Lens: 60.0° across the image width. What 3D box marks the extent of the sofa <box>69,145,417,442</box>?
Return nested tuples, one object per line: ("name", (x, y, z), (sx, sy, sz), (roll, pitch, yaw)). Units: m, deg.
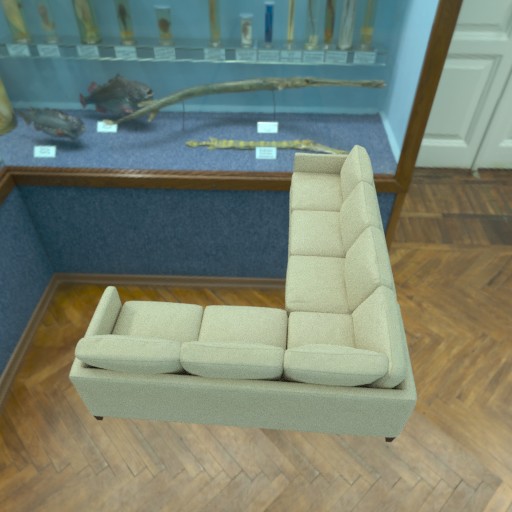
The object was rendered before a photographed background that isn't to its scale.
("sofa", (0.000, 0.000, 4.530), (2.593, 0.947, 3.302), (3, 44, 3))
